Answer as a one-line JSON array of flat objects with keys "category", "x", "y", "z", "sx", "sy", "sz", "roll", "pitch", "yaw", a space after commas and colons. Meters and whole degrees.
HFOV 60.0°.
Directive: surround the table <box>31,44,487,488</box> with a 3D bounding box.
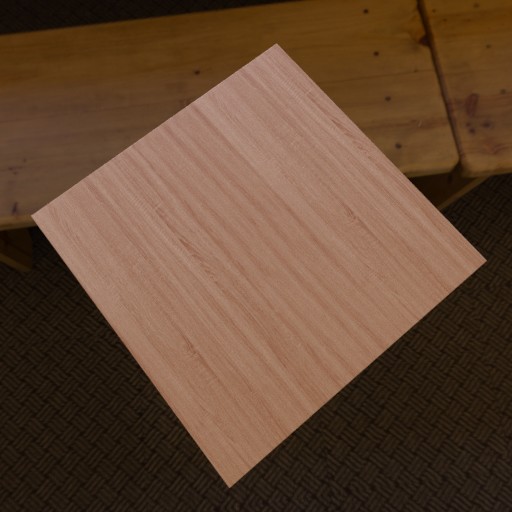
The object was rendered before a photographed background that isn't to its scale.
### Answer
[{"category": "table", "x": 0.000, "y": 0.000, "z": 1.064, "sx": 0.670, "sy": 0.305, "sz": 0.670, "roll": -38, "pitch": 79, "yaw": -9}]
